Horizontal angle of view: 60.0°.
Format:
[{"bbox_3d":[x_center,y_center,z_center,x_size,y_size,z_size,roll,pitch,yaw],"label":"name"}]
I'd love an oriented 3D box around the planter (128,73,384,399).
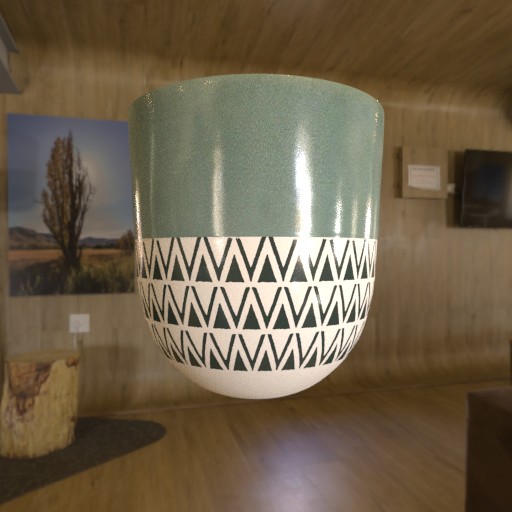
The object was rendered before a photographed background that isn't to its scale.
[{"bbox_3d":[0.000,0.000,0.357,0.198,0.214,0.198,0,0,0],"label":"planter"}]
